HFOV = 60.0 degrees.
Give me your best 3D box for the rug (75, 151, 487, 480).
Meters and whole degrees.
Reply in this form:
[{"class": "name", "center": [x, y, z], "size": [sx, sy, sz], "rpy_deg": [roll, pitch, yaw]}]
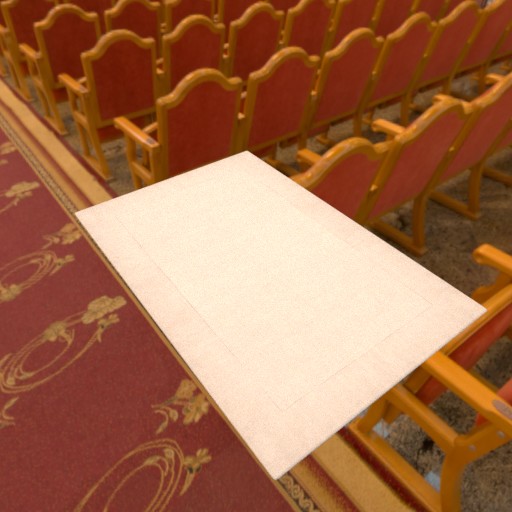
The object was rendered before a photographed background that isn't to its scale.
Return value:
[{"class": "rug", "center": [0.000, 0.000, 2.254], "size": [1.219, 0.013, 1.829], "rpy_deg": [-26, 48, -27]}]
